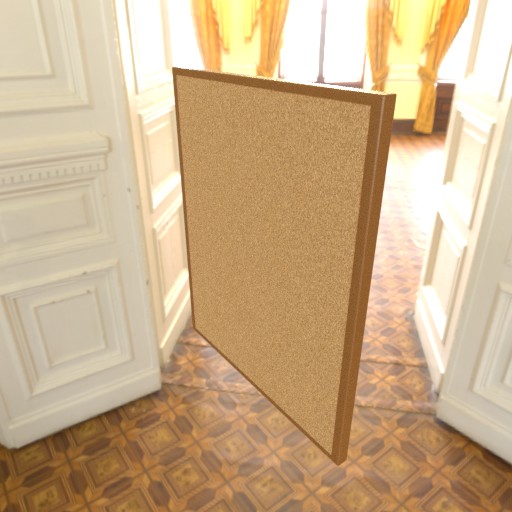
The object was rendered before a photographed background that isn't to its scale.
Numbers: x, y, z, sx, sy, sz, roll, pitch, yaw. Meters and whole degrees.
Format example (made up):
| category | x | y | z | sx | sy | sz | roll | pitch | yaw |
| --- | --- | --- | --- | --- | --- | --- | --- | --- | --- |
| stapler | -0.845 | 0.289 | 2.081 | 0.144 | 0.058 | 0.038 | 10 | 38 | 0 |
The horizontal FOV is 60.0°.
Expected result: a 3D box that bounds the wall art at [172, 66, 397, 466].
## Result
| category | x | y | z | sx | sy | sz | roll | pitch | yaw |
| --- | --- | --- | --- | --- | --- | --- | --- | --- | --- |
| wall art | 0.000 | 0.000 | 0.503 | 0.015 | 0.379 | 0.310 | -19 | 33 | -33 |
